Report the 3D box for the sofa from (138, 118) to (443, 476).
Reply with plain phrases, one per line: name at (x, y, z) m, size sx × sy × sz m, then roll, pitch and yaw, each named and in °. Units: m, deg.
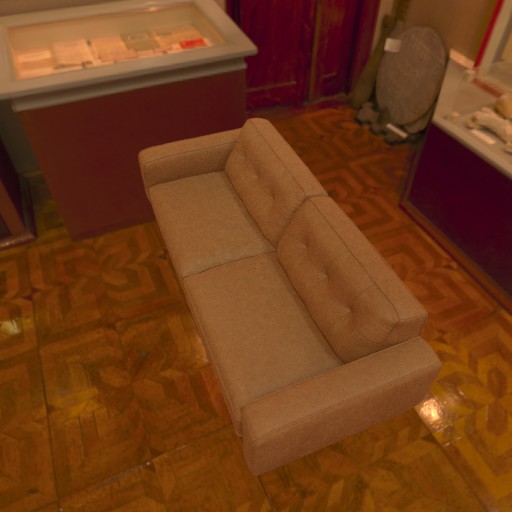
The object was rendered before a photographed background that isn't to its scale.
sofa at (0.000, 0.000, 2.718) m, size 0.953 × 0.780 × 2.270 m, roll -16°, pitch 49°, yaw -15°
